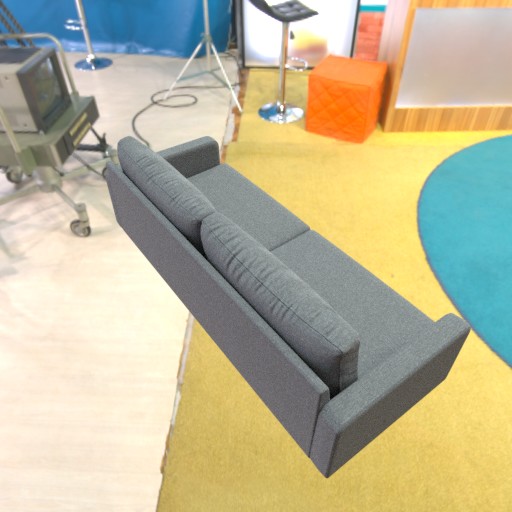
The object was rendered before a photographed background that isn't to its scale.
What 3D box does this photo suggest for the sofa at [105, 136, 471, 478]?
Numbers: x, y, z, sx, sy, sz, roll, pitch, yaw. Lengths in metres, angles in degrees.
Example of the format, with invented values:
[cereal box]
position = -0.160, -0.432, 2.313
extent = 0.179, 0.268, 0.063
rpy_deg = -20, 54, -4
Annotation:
[sofa]
position = 0.000, 0.000, 2.568
extent = 0.880, 0.880, 2.200
rpy_deg = -26, 49, -26
